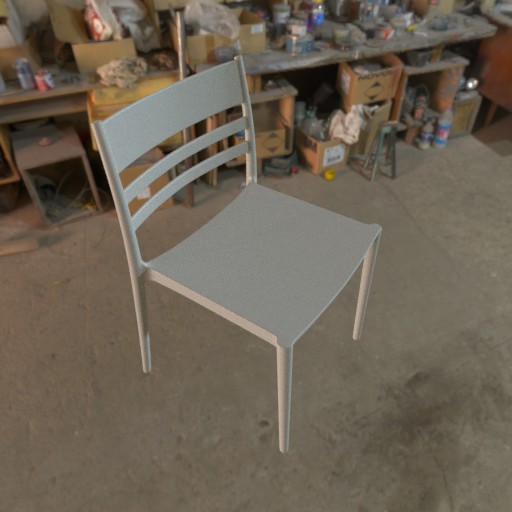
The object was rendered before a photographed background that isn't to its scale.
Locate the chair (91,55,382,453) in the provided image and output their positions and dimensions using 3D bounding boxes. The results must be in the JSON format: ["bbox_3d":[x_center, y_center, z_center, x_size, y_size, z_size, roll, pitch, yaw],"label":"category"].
[{"bbox_3d":[0.000,0.000,1.148,0.511,0.800,0.531,25,48,25],"label":"chair"}]
